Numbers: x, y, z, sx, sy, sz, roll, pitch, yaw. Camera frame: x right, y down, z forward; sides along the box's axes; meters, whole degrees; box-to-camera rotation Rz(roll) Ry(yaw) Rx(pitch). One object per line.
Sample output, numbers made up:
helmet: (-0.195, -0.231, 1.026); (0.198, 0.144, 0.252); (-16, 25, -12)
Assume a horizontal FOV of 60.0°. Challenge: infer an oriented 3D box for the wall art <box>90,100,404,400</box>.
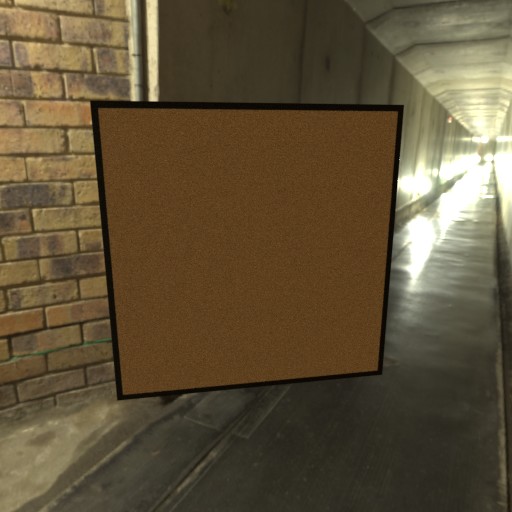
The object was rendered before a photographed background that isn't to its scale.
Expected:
wall art: (0.000, 0.000, 0.701); (0.457, 0.458, 0.012); (-3, 15, -10)
